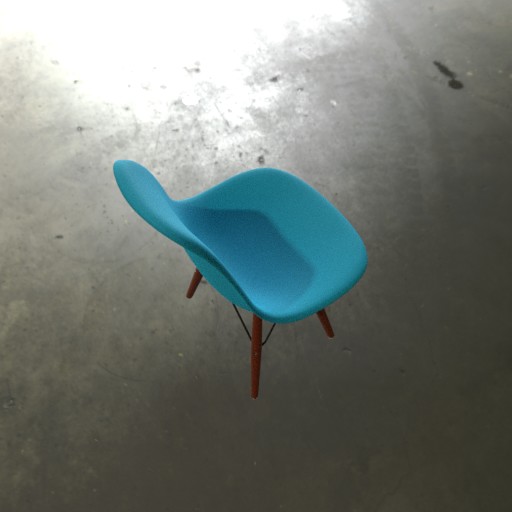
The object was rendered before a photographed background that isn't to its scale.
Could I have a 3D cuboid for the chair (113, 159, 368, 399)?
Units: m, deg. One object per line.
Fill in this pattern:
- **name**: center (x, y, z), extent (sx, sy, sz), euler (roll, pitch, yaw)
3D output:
- **chair**: center (0.000, 0.000, 1.173), extent (0.533, 0.826, 0.470), euler (-31, 62, -18)
